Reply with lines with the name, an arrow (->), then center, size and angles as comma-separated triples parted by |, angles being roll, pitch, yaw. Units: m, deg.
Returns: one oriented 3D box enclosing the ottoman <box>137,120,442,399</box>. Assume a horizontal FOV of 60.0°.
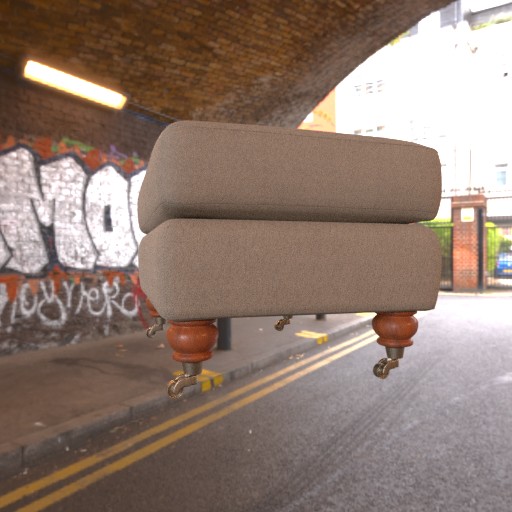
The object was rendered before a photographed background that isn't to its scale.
ottoman -> 0.000, 0.000, 1.145 | 0.569, 0.504, 0.773 | 0, 0, -17
